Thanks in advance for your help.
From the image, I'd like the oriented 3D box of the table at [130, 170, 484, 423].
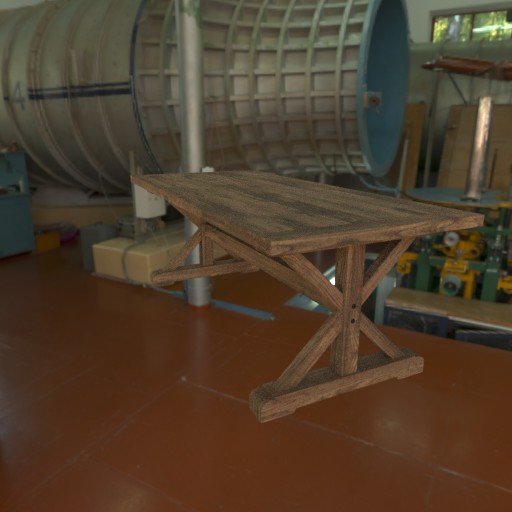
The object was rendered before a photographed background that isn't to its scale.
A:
[{"bbox_3d":[0.000,0.000,2.443,0.907,0.733,2.031,-8,18,-25],"label":"table"}]
